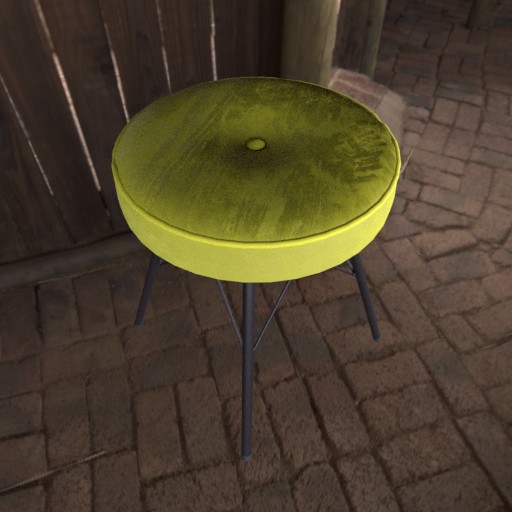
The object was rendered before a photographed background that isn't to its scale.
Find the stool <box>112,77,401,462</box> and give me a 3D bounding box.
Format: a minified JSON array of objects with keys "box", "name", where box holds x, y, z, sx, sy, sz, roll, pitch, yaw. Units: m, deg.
[{"box":[0.000,0.000,0.811,0.409,0.508,0.409,-33,56,-26],"name":"stool"}]
